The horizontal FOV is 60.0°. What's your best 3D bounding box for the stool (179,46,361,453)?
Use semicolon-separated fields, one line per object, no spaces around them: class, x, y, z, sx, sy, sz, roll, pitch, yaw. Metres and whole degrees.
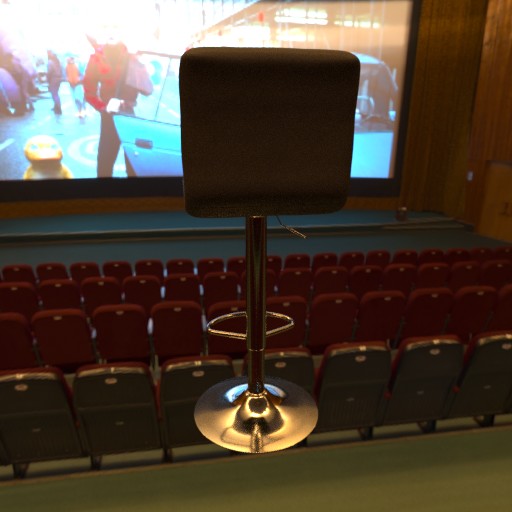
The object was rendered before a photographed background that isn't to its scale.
stool;0.000;0.000;1.371;0.430;1.115;0.505;-3;17;-9
